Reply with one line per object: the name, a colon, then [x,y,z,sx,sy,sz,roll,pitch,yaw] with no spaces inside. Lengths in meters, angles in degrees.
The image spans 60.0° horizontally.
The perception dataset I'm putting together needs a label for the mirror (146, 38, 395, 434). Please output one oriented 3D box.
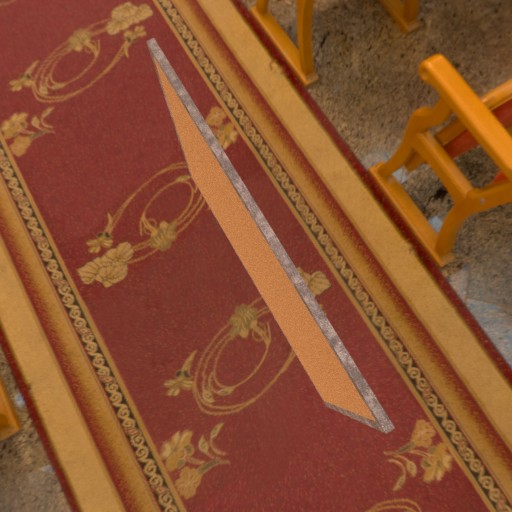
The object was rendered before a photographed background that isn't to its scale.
mirror: [0.000,0.000,1.414,0.022,0.795,1.101,-29,77,-7]
